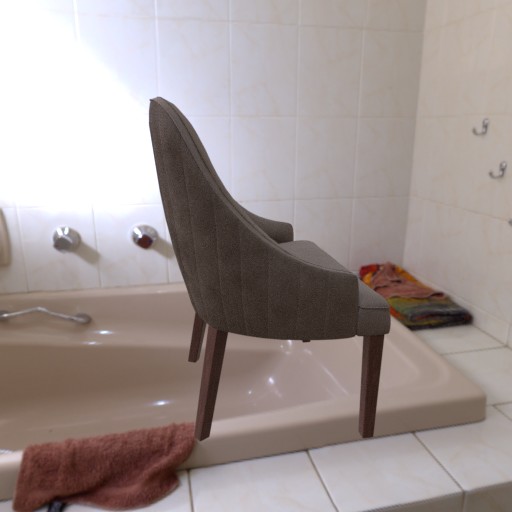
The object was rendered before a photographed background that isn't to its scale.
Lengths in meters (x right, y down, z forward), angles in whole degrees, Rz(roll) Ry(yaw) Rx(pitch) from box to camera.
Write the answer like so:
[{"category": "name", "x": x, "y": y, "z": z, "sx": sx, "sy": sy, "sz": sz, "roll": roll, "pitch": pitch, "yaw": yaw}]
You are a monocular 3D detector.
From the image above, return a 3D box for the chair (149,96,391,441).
[{"category": "chair", "x": 0.000, "y": 0.000, "z": 1.324, "sx": 0.575, "sy": 0.889, "sz": 0.643, "roll": -3, "pitch": 16, "yaw": -10}]
